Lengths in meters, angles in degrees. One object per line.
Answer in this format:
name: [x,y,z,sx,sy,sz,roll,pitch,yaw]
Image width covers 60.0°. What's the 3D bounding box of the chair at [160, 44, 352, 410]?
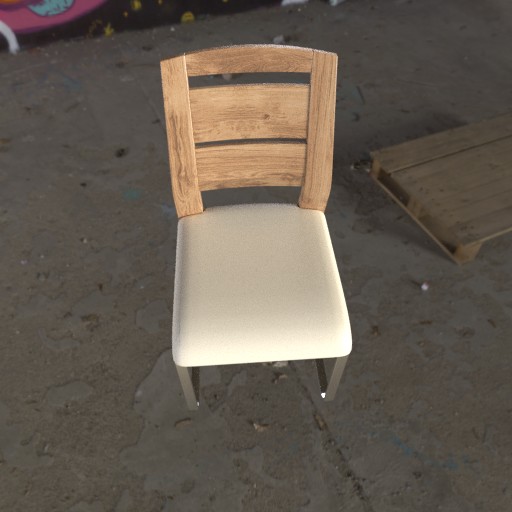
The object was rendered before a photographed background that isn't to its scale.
chair: [0.000,0.000,1.239,0.457,0.955,0.561,-3,48,-3]
